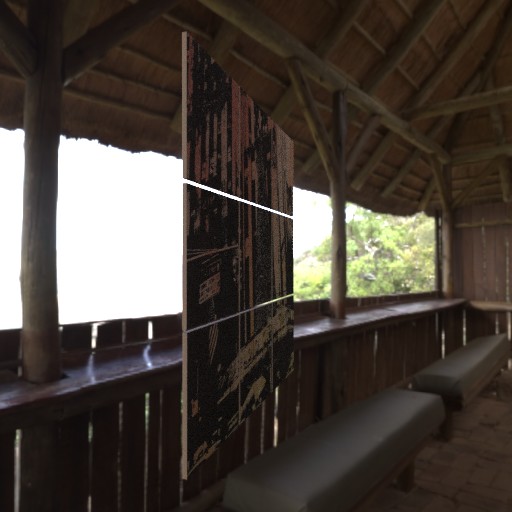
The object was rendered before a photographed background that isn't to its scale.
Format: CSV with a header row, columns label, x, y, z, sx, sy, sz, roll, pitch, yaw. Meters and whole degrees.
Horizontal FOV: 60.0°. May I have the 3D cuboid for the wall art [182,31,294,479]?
label,x,y,z,sx,sy,sz,roll,pitch,yaw
wall art,0.000,0.000,2.230,0.017,1.521,1.527,0,0,19
